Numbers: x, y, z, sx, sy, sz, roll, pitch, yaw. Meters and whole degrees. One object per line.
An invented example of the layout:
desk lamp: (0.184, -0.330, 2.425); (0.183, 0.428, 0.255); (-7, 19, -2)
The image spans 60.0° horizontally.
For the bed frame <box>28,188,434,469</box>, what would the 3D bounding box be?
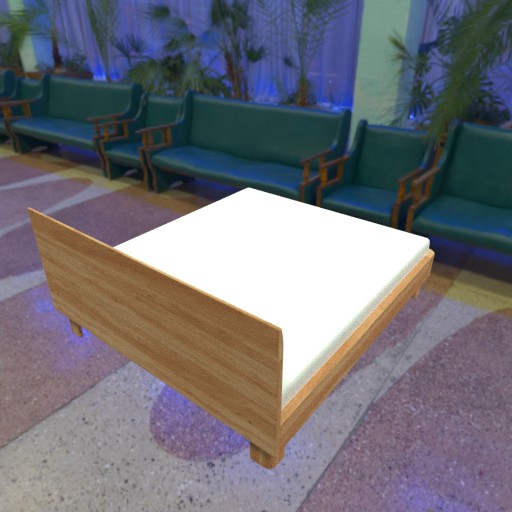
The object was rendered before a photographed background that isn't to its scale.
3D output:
bed frame: (0.000, 0.000, 3.118); (1.872, 0.940, 2.092); (21, 36, 33)
